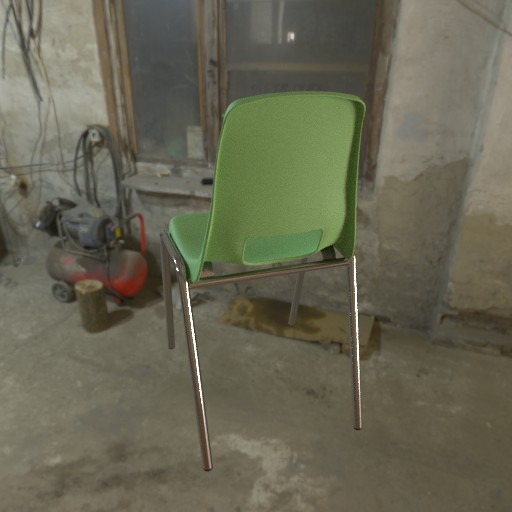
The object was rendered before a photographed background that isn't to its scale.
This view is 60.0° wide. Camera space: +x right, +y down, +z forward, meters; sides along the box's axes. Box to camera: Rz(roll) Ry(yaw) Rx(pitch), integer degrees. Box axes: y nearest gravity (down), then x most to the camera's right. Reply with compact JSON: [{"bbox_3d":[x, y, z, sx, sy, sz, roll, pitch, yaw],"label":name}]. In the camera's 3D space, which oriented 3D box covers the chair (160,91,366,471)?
[{"bbox_3d":[0.000,0.000,0.958,0.381,0.704,0.436,-8,27,-16],"label":"chair"}]
